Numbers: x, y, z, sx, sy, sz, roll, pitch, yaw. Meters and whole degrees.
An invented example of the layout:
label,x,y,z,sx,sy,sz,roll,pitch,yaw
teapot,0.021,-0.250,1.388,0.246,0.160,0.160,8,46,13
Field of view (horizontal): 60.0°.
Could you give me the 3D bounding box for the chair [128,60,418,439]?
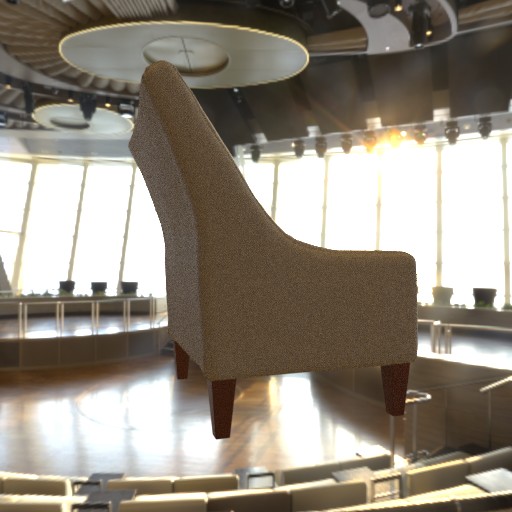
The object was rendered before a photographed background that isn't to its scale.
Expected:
label,x,y,z,sx,sy,sz,roll,pitch,yaw
chair,0.000,0.000,1.620,0.870,1.014,0.774,0,-1,-19
